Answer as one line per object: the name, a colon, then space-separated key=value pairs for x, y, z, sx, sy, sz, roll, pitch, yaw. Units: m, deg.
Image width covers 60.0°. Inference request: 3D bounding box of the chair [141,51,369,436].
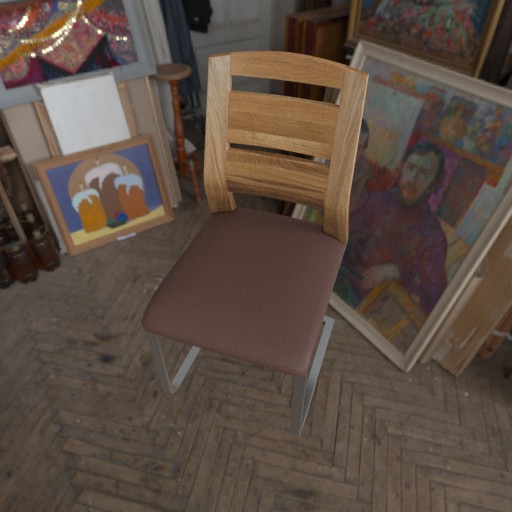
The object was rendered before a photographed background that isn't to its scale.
chair: x=0.000 y=0.000 z=1.268 sx=0.460 sy=0.970 sz=0.570 roll=13 pitch=43 yaw=15
